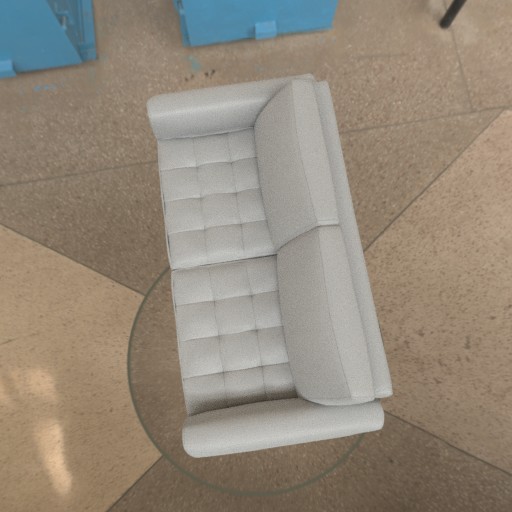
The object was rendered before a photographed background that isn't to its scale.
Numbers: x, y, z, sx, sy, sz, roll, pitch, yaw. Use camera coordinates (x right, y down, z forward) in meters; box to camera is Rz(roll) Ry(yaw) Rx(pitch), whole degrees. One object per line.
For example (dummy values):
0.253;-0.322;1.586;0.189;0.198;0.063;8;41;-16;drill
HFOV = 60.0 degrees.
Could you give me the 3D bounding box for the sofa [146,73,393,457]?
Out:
0.000;0.000;2.684;1.121;0.930;2.177;-8;78;-2;sofa
